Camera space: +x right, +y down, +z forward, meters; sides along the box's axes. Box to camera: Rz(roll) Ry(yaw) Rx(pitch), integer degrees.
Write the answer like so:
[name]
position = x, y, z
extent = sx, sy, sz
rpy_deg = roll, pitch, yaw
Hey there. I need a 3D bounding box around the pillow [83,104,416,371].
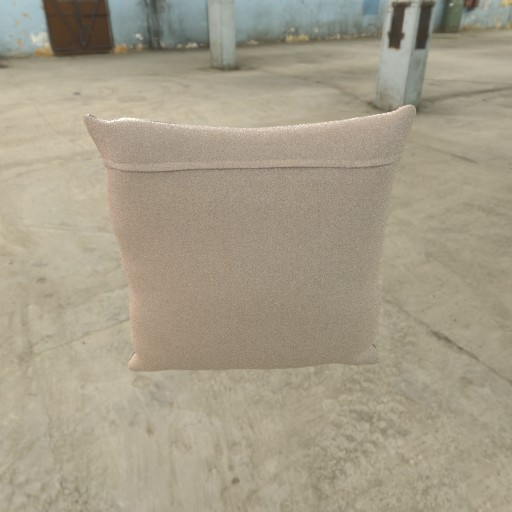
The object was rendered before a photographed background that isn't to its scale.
[pillow]
position = 0.000, 0.000, 0.676
extent = 0.440, 0.441, 0.182
rpy_deg = -2, 30, -3
